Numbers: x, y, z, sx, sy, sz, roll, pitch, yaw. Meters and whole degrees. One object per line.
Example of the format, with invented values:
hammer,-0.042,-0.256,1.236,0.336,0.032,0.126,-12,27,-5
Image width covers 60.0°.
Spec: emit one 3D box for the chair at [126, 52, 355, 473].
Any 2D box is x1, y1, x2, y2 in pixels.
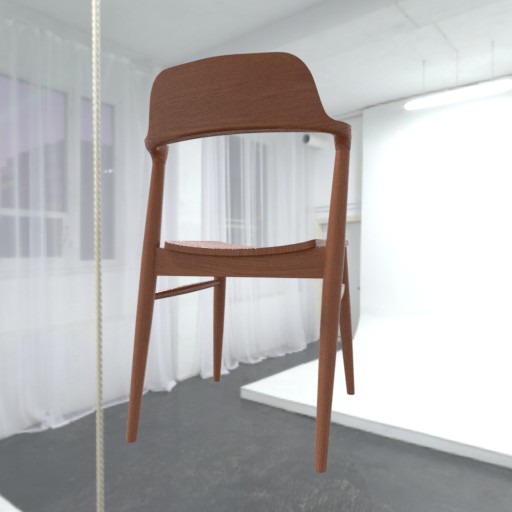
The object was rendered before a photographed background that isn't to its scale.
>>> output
chair,0.000,0.000,1.121,0.496,0.801,0.499,0,0,18
